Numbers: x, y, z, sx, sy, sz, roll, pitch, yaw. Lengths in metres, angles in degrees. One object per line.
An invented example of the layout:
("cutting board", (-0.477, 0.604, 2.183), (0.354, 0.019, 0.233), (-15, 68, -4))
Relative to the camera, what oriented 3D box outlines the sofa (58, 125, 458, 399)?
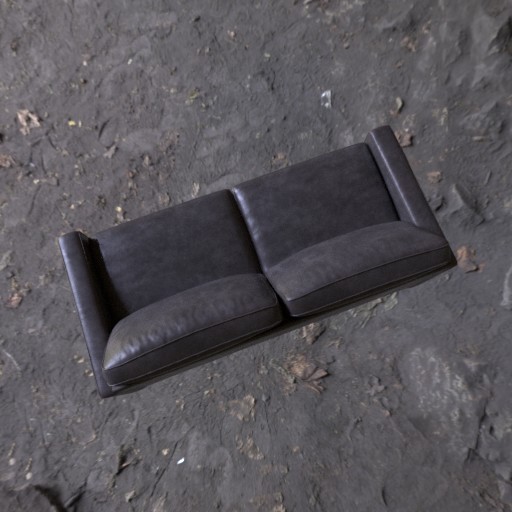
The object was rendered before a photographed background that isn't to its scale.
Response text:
("sofa", (0.000, 0.000, 2.578), (2.081, 0.916, 0.939), (-20, 77, -5))
